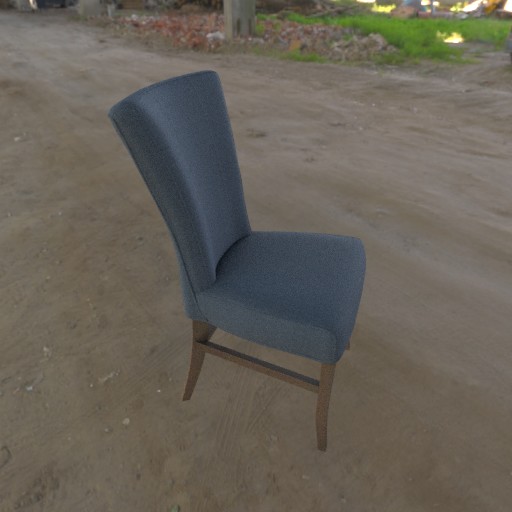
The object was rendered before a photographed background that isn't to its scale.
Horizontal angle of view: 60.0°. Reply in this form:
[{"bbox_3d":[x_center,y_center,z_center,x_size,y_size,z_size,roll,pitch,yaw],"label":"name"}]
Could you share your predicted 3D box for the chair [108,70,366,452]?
[{"bbox_3d":[0.000,0.000,1.373,0.660,0.991,0.520,10,33,16],"label":"chair"}]
